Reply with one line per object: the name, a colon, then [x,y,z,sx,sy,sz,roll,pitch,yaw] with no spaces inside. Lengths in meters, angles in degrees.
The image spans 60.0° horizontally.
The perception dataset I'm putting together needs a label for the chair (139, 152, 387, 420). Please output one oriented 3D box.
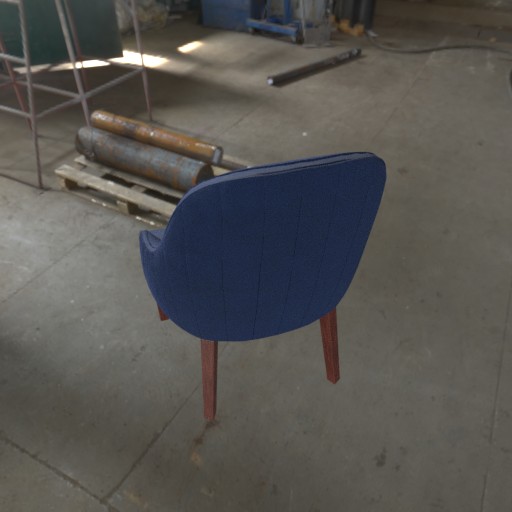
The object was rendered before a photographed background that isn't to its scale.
chair: [0.000,0.000,1.285,0.643,0.889,0.575,-12,42,-13]
